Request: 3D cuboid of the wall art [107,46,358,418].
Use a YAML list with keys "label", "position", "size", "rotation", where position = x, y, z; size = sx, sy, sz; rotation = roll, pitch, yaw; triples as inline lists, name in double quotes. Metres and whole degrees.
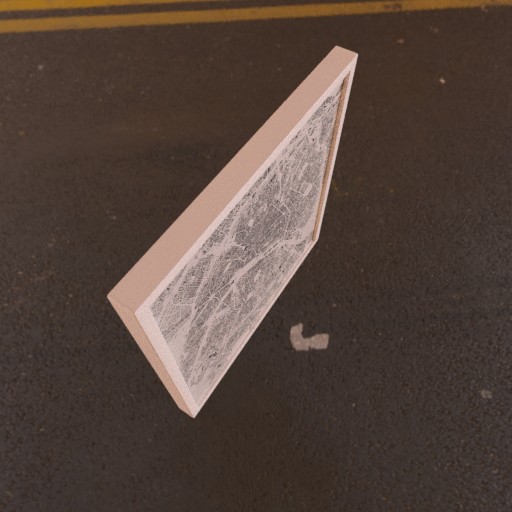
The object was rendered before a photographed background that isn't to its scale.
- label: "wall art"
  position: [0.000, 0.000, 0.778]
  size: [0.038, 0.508, 0.508]
  rotation: [29, 63, 16]
